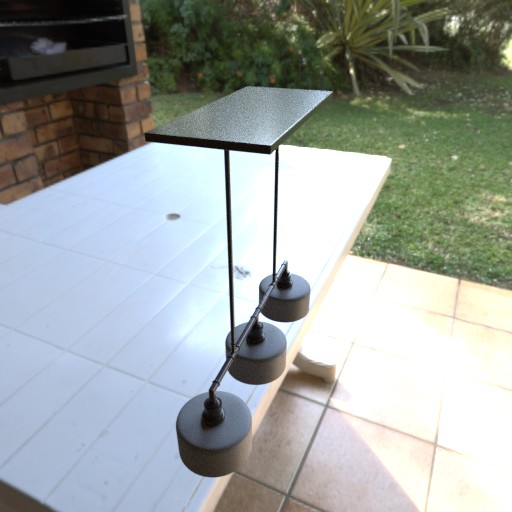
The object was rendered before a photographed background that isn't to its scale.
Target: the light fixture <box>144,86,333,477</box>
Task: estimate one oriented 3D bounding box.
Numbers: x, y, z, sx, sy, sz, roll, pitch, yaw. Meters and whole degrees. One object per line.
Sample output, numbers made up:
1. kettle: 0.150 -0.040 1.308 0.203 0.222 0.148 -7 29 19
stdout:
1. light fixture: 0.000 0.000 0.863 0.177 0.557 0.582 10 31 17
